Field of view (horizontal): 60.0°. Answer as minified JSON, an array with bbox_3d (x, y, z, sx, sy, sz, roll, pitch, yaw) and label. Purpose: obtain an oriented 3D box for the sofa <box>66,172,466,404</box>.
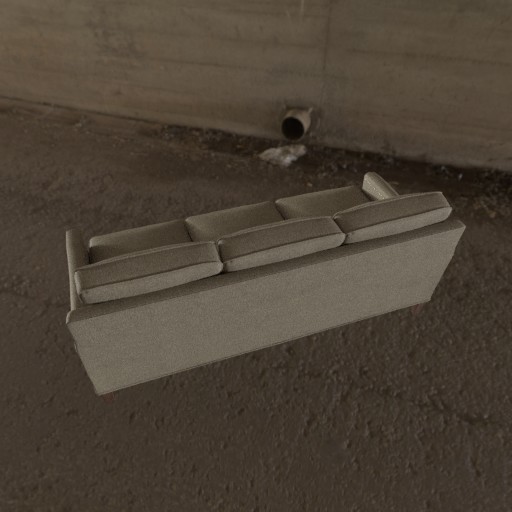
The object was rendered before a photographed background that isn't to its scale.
[{"bbox_3d":[0.000,0.000,2.842,2.246,1.003,1.084,-13,43,-14],"label":"sofa"}]
